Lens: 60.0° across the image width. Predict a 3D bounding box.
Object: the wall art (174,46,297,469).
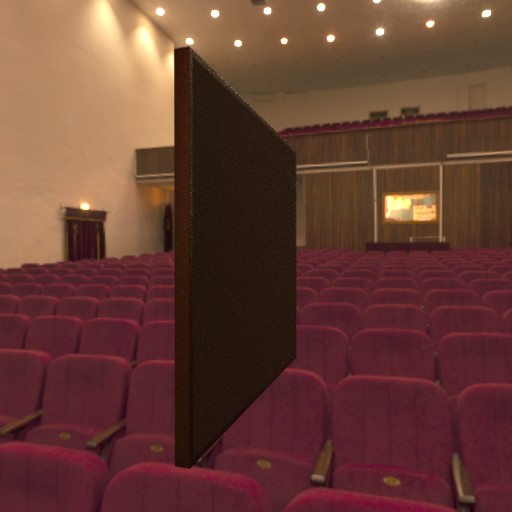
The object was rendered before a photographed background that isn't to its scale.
[{"bbox_3d":[0.000,0.000,0.721,0.018,0.450,0.521,0,1,18],"label":"wall art"}]
